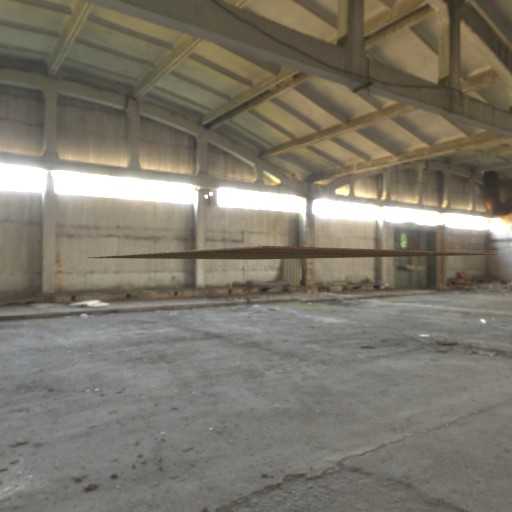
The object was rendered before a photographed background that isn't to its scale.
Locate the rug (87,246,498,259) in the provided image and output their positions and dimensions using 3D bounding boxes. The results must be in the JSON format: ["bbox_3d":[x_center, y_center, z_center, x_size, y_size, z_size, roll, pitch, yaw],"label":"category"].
[{"bbox_3d":[0.000,0.000,2.276,1.219,0.008,1.829,1,-2,-35],"label":"rug"}]
